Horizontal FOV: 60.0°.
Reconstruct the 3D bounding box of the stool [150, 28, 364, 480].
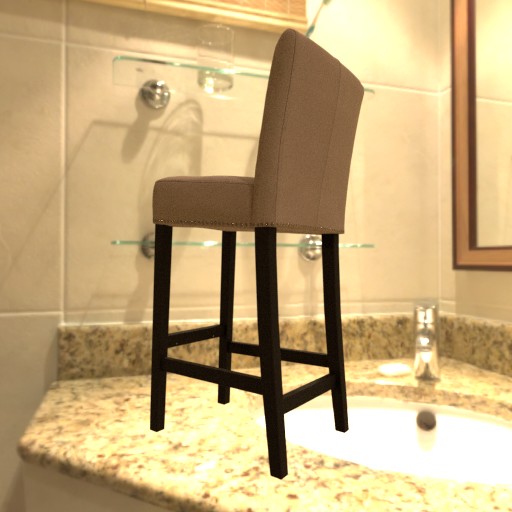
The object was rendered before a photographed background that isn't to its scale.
[{"bbox_3d":[0.000,0.000,1.308,0.548,1.047,0.411,0,-1,36],"label":"stool"}]
